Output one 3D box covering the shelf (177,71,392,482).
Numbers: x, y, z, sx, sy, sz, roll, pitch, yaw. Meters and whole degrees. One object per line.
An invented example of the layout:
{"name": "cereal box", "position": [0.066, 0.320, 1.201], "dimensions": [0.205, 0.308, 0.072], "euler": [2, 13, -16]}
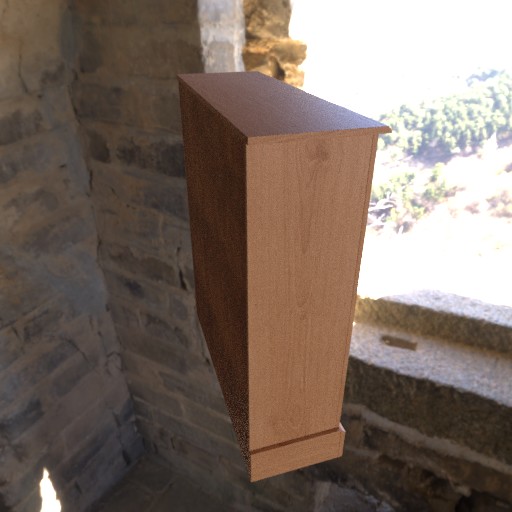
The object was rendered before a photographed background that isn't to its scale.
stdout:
{"name": "shelf", "position": [0.000, 0.000, 1.401], "dimensions": [0.291, 0.980, 0.840], "euler": [-9, 31, -15]}
